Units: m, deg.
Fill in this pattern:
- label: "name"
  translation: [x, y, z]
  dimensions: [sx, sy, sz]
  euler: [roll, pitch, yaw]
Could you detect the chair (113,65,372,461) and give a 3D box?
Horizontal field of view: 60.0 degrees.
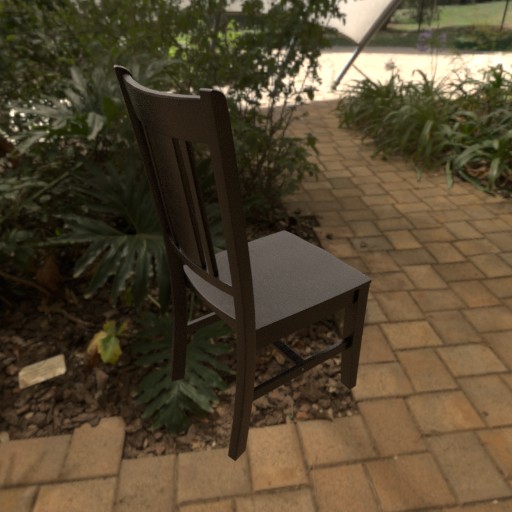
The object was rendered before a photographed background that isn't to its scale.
- label: "chair"
  translation: [0.000, 0.000, 1.262]
  dimensions: [0.555, 0.998, 0.450]
  euler: [-19, 35, -31]
